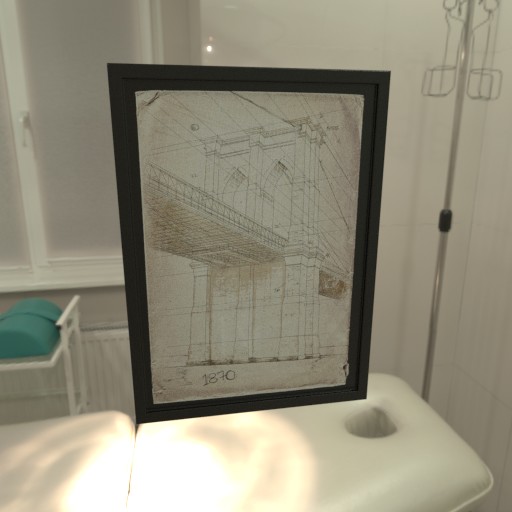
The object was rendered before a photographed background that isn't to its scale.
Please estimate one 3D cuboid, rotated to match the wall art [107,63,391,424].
[{"bbox_3d":[0.000,0.000,0.832,0.480,0.657,0.016,-3,15,-10],"label":"wall art"}]
